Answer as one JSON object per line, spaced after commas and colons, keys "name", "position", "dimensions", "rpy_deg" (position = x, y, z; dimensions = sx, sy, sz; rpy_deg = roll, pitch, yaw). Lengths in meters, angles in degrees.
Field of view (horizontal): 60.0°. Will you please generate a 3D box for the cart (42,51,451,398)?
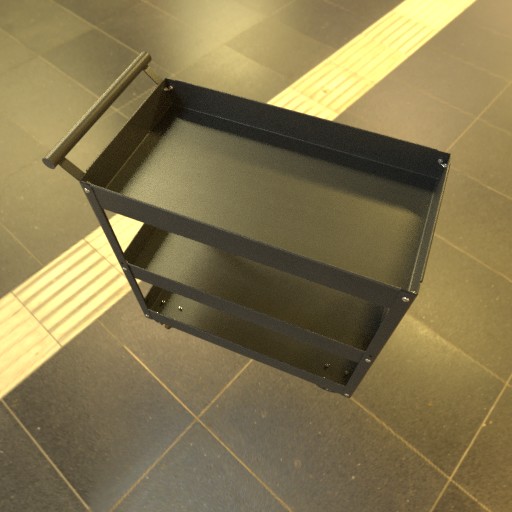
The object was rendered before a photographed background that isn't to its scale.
{"name": "cart", "position": [0.000, 0.000, 1.168], "dimensions": [0.719, 0.780, 0.366], "rpy_deg": [19, 59, 12]}
